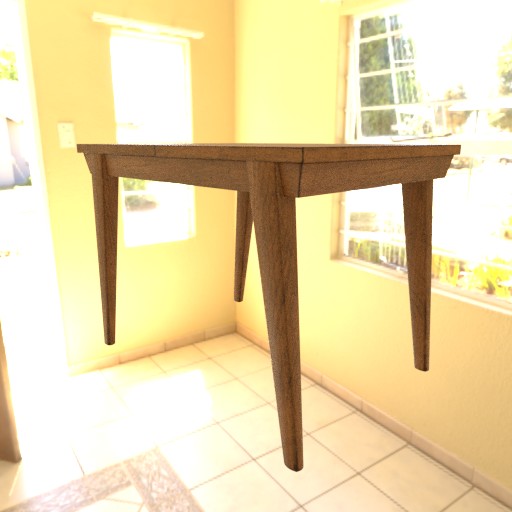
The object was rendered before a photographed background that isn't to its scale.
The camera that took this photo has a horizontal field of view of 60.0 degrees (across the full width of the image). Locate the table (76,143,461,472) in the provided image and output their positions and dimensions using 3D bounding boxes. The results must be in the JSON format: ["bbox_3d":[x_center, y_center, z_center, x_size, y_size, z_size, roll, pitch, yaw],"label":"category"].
[{"bbox_3d":[0.000,0.000,1.553,0.757,0.760,1.027,-14,20,-43],"label":"table"}]
